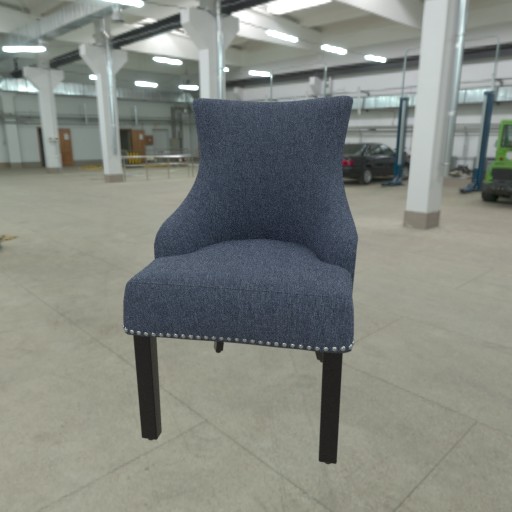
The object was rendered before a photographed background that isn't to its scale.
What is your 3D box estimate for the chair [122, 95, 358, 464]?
[{"bbox_3d":[0.000,0.000,1.281,0.566,0.909,0.629,3,15,11],"label":"chair"}]
